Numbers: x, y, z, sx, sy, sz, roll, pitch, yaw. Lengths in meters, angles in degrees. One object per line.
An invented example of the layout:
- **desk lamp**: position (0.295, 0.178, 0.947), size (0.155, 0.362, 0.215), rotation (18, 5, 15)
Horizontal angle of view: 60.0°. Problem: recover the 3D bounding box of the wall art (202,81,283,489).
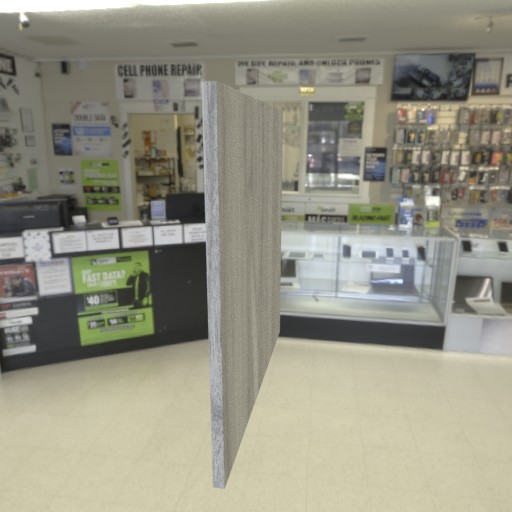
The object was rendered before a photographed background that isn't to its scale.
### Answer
- **wall art**: position (0.000, 0.000, 0.765), size (0.016, 0.507, 0.508), rotation (3, 15, 11)
